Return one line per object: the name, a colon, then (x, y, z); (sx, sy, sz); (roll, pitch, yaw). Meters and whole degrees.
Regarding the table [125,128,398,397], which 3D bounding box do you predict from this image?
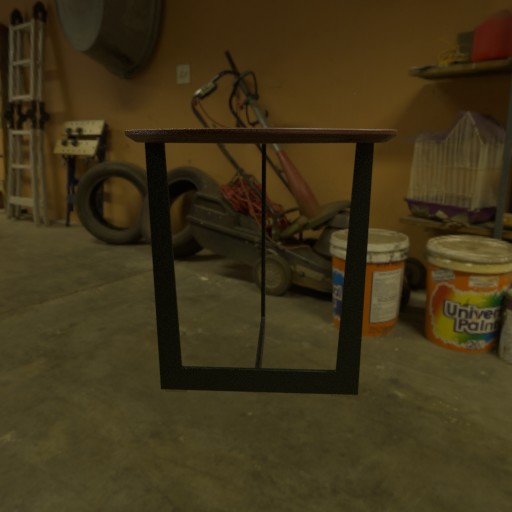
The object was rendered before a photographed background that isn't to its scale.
table: (0.000, 0.000, 0.878); (0.477, 0.476, 0.494); (-2, 15, -7)
